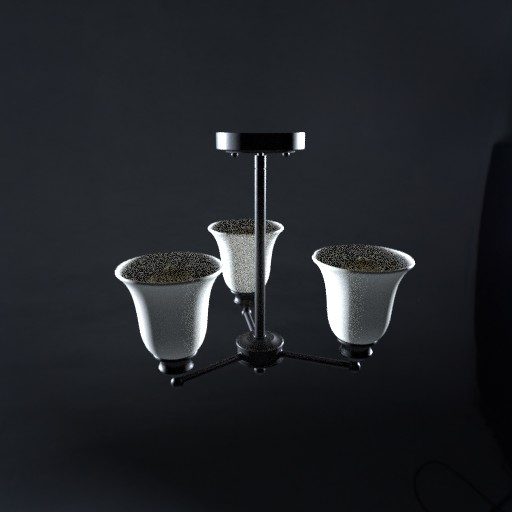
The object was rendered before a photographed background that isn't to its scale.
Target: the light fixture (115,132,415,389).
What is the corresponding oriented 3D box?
[{"bbox_3d":[0.000,0.000,0.689,0.388,0.370,0.354,-3,16,-9],"label":"light fixture"}]
